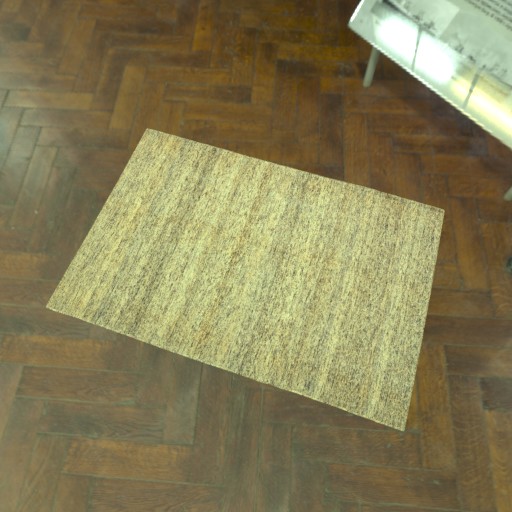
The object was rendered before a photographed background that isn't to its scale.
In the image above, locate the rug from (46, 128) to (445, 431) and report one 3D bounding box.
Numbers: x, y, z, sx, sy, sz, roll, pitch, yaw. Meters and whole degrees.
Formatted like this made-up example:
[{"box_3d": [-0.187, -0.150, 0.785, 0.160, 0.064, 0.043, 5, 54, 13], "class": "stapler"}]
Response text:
[{"box_3d": [0.000, 0.000, 2.385, 1.846, 0.014, 1.243, 17, 66, 8], "class": "rug"}]
